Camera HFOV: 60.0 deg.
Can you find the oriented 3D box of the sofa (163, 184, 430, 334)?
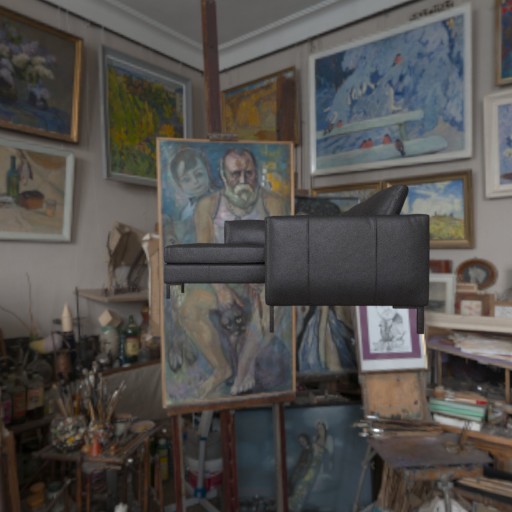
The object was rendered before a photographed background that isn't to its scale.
[{"bbox_3d":[0.000,0.000,3.887,1.938,0.877,2.984,0,0,1],"label":"sofa"}]
